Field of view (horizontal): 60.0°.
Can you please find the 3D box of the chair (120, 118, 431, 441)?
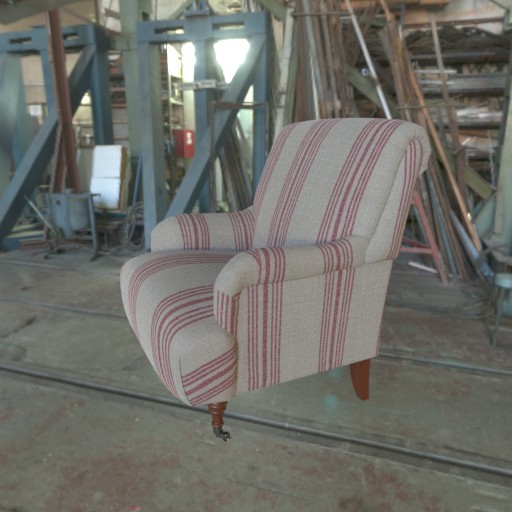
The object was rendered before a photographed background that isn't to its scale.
[{"bbox_3d":[0.000,0.000,1.875,1.058,1.123,0.933,-8,17,-26],"label":"chair"}]
